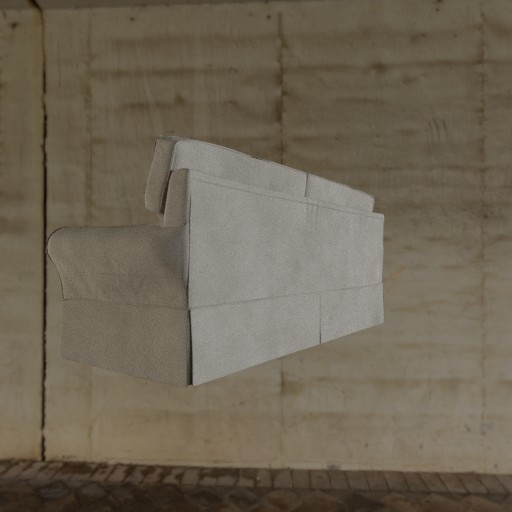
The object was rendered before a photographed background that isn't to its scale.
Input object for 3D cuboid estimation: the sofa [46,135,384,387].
[{"bbox_3d":[0.000,0.000,2.759,0.900,1.014,2.246,0,0,36],"label":"sofa"}]
